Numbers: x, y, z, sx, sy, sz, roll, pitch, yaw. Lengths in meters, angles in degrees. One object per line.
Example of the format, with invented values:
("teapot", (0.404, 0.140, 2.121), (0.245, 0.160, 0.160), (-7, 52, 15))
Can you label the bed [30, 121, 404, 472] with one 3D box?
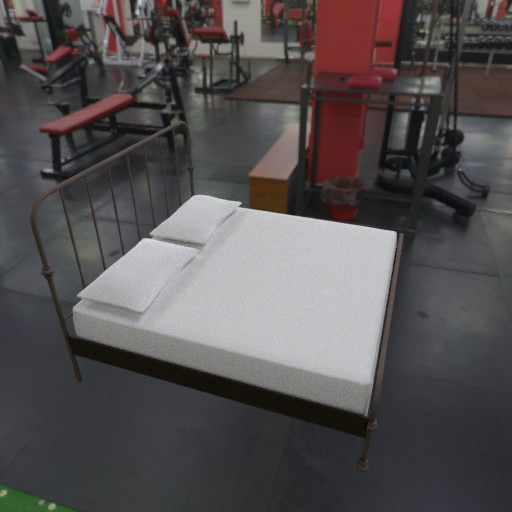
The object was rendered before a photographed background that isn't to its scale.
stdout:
("bed", (0.000, 0.000, 3.387), (2.134, 1.446, 2.044), (10, 33, 17))
